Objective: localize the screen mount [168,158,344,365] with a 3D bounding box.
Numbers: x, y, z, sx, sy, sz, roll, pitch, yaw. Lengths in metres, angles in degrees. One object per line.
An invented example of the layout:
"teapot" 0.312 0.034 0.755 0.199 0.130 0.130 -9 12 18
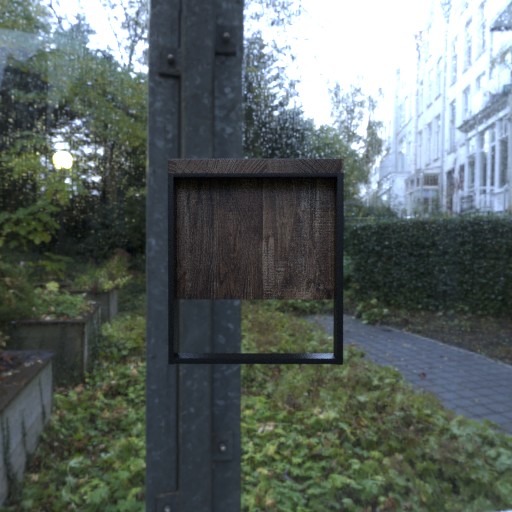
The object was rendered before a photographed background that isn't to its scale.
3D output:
"screen mount" 0.000 0.000 1.730 0.395 0.450 1.524 0 1 0
